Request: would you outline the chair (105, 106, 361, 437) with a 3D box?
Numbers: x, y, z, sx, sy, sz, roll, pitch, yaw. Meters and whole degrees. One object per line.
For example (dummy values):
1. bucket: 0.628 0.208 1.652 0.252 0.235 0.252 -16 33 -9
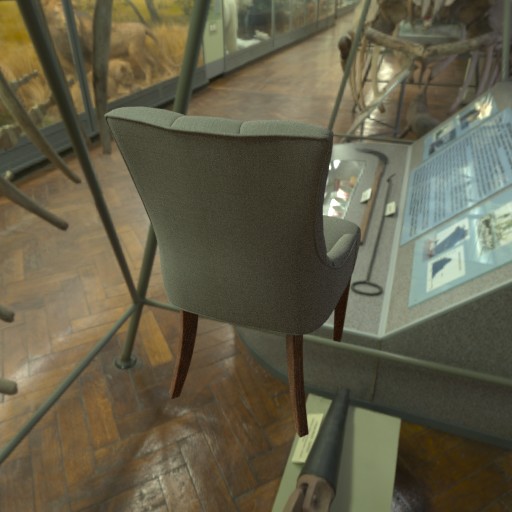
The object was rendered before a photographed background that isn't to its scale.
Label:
1. chair: 0.000 0.000 1.211 0.509 0.874 0.565 11 34 16
